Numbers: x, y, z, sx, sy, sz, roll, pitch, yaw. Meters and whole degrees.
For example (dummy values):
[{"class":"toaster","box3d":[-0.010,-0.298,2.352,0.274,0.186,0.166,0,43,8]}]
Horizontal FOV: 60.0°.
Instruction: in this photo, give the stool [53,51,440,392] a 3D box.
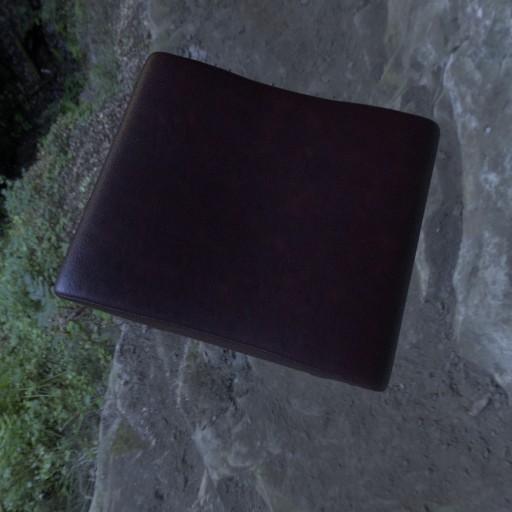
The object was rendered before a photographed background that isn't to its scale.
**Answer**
[{"class":"stool","box3d":[0.000,0.000,0.894,0.465,0.608,0.397,16,76,4]}]
